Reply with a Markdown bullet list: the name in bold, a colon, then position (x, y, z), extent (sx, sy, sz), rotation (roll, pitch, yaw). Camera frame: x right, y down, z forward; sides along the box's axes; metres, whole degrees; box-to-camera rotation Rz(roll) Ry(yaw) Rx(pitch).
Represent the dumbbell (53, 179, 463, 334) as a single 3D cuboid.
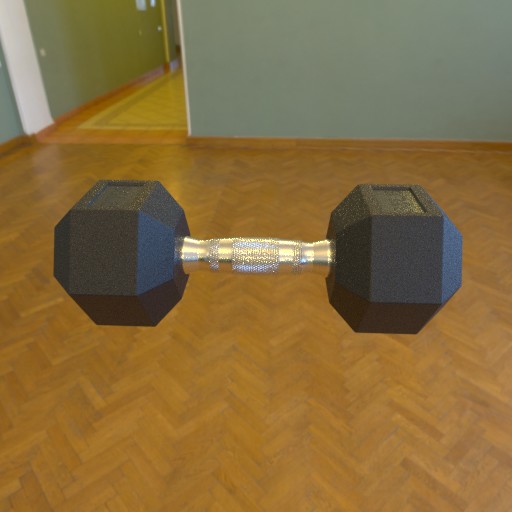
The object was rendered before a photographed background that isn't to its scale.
- **dumbbell**: position (0.000, 0.000, 0.423), extent (0.356, 0.123, 0.141), rotation (1, 30, 2)
